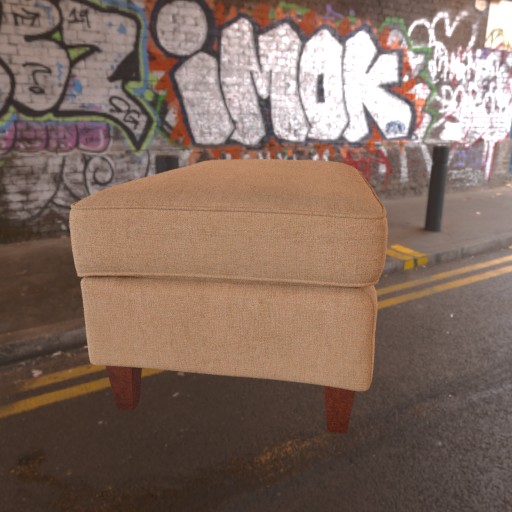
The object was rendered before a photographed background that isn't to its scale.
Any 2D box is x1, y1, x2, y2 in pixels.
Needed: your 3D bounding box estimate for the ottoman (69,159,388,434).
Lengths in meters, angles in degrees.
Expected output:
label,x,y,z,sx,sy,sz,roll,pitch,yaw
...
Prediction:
label,x,y,z,sx,sy,sz,roll,pitch,yaw
ottoman,0.000,0.000,1.208,0.583,0.484,0.862,2,16,9
